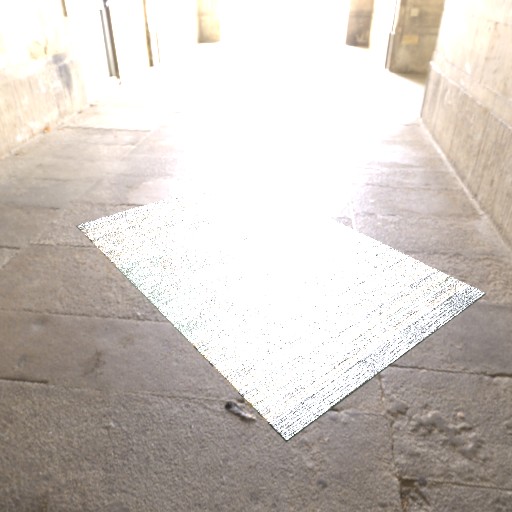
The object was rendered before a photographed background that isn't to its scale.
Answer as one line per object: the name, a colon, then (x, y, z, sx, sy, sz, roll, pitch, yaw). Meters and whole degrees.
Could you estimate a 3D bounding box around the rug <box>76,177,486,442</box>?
rug: (0.000, 0.000, 2.285, 1.212, 0.010, 1.811, -23, 38, -32)
